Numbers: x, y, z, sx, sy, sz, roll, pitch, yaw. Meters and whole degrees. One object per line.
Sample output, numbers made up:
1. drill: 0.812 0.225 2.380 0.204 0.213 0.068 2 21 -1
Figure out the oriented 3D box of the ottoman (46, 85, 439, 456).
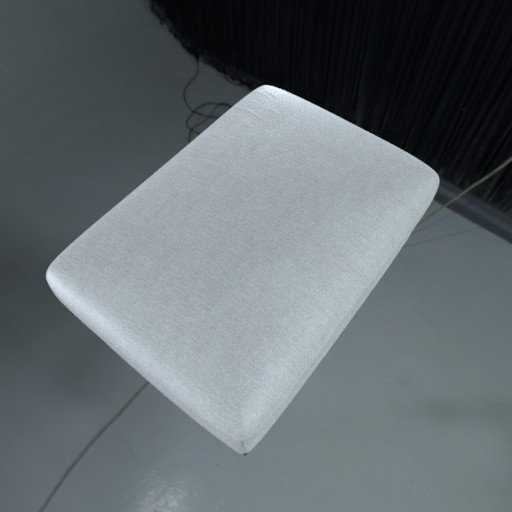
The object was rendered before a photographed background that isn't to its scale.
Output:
1. ottoman: 0.000 0.000 1.036 0.528 0.404 0.735 34 65 18
